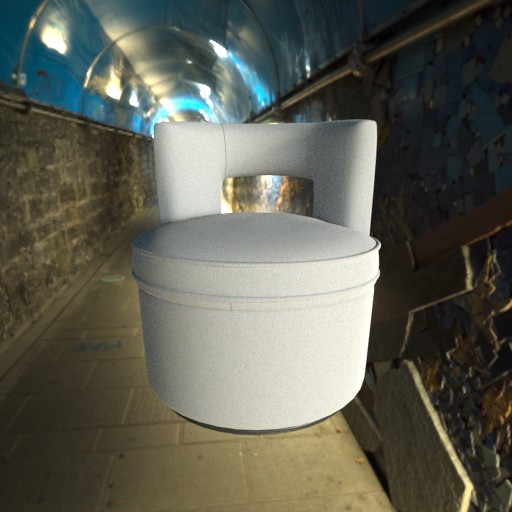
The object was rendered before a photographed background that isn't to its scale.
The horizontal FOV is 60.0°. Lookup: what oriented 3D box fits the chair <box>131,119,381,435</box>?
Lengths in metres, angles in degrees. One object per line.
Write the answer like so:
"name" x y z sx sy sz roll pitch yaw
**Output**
"chair" 0.000 0.000 1.202 0.650 0.723 0.665 2 14 8
